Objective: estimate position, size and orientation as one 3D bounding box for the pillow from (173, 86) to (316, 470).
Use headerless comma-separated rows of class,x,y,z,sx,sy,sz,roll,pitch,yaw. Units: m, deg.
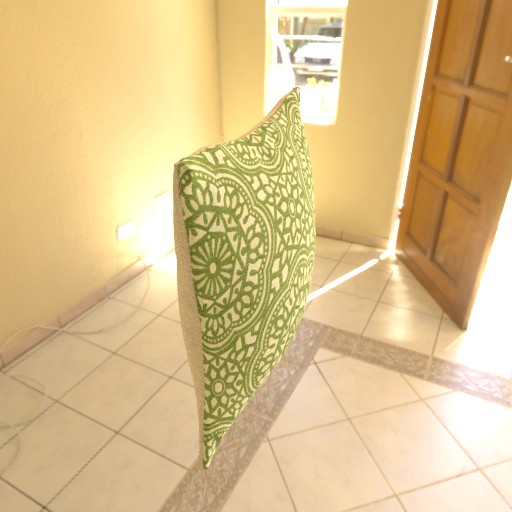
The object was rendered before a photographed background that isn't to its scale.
pillow,0.000,0.000,0.661,0.162,0.419,0.440,9,31,16
